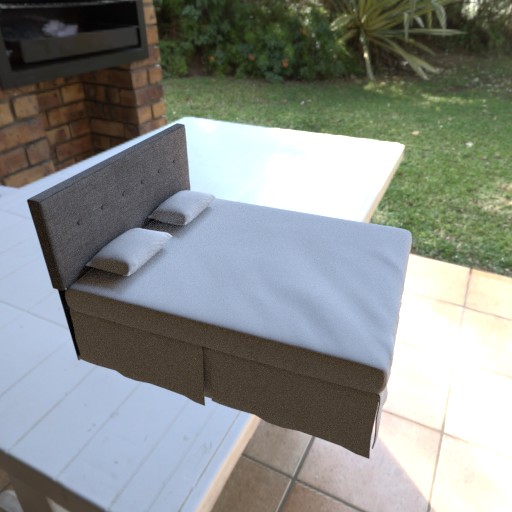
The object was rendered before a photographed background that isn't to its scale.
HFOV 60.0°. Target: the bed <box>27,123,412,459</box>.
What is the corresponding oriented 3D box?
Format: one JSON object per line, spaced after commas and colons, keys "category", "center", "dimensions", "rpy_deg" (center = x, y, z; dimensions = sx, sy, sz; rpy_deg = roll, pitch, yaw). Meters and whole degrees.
{"category": "bed", "center": [0.000, 0.000, 2.944], "dimensions": [1.958, 1.168, 1.621], "rpy_deg": [11, 34, 18]}
